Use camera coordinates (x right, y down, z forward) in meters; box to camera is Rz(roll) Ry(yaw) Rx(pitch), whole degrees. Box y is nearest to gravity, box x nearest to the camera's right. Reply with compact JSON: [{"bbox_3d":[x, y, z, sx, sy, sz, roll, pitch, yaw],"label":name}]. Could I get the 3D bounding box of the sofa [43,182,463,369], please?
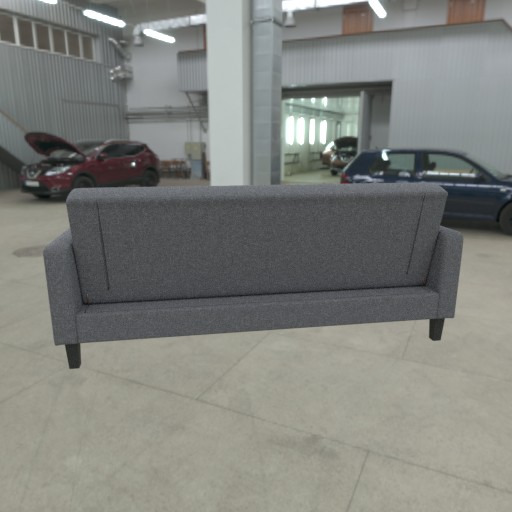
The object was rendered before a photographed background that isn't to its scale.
[{"bbox_3d":[0.000,0.000,2.504,2.040,0.850,0.810,-2,15,-9],"label":"sofa"}]
